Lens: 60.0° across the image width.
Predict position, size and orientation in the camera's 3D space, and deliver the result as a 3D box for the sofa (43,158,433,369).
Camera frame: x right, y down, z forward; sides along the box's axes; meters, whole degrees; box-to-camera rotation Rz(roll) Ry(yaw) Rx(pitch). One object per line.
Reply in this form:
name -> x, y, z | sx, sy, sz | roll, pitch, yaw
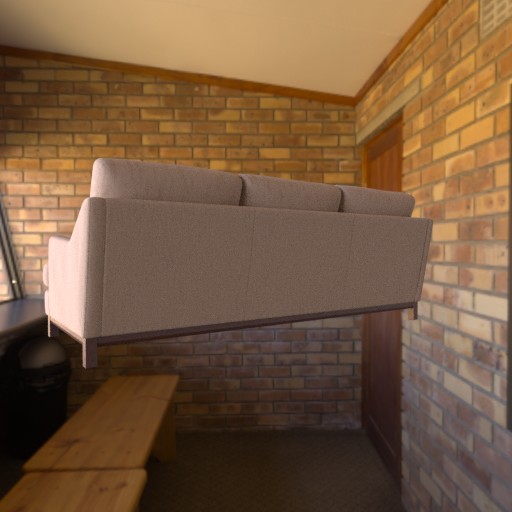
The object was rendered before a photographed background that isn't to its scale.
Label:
sofa -> 0.000, 0.000, 2.804 | 2.321, 0.913, 1.000 | -1, 1, -35
